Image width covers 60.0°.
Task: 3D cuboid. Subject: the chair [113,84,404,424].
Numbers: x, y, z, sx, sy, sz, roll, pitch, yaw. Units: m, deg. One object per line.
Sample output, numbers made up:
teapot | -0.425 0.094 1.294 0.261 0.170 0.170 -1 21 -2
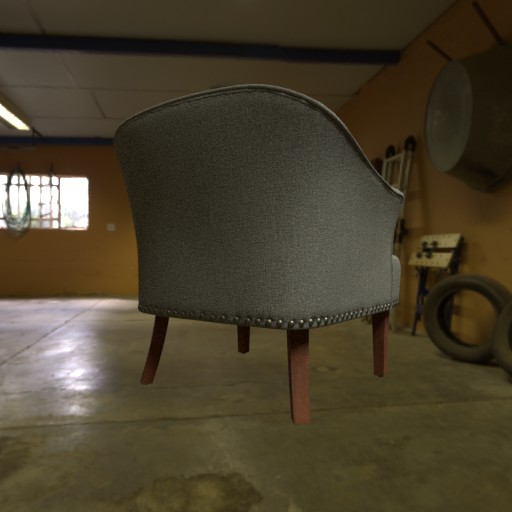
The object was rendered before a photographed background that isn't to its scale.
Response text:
chair | 0.000 0.000 1.416 0.798 0.815 0.704 0 1 36
